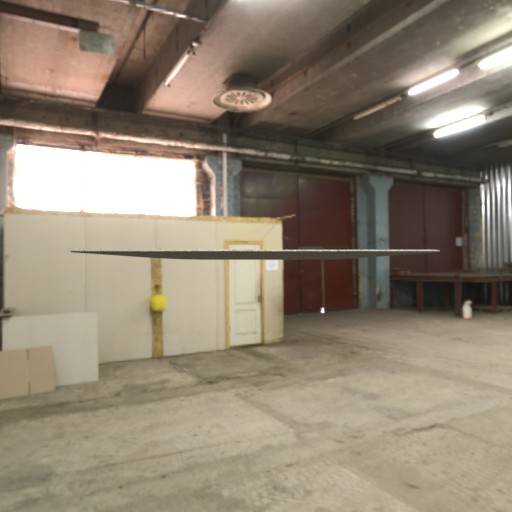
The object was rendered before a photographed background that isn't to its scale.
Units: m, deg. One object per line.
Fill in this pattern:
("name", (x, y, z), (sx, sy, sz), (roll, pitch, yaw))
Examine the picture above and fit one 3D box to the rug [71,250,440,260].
("rug", (0.000, 0.000, 3.054), (1.527, 0.021, 2.447), (0, -1, 0))
